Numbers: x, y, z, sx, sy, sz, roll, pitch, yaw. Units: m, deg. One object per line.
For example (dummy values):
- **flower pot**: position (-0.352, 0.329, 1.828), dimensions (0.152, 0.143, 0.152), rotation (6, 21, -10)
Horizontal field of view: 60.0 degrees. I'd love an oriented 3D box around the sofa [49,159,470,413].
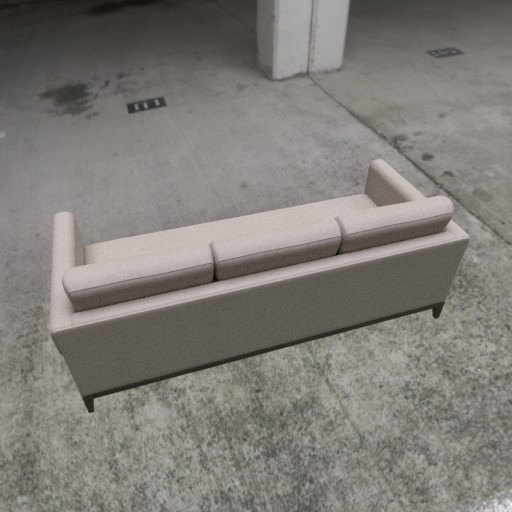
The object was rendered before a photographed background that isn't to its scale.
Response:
- **sofa**: position (0.000, 0.000, 2.671), dimensions (2.210, 0.838, 0.959), rotation (-12, 41, -14)
